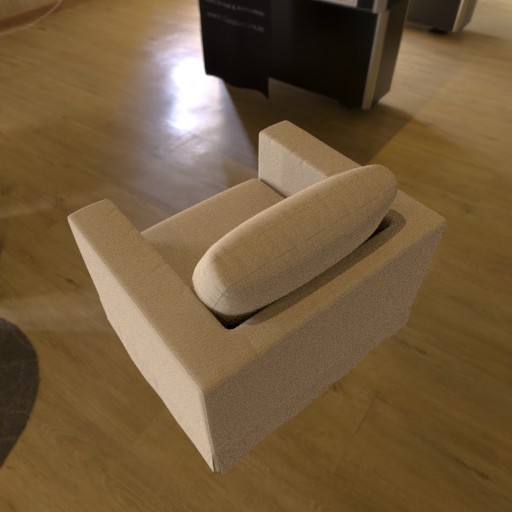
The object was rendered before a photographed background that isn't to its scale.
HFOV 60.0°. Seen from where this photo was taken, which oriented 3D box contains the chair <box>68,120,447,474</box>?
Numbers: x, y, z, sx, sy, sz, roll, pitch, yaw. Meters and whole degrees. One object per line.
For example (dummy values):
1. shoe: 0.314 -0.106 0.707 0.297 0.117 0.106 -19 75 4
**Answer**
1. chair: 0.000 0.000 1.819 1.150 0.878 0.957 -30 54 -25
